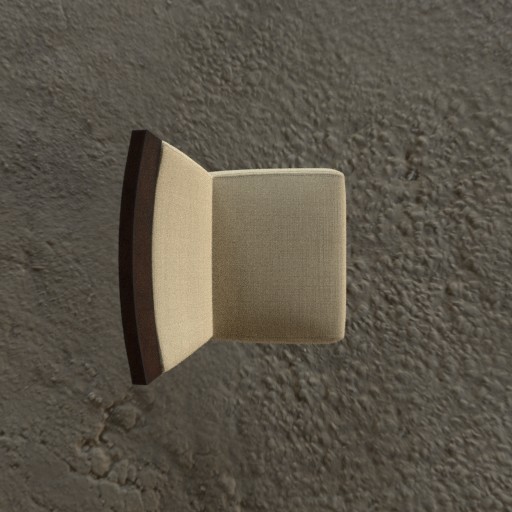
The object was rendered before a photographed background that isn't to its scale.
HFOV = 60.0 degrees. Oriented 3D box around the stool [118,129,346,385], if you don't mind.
[{"bbox_3d":[0.000,0.000,1.427,0.531,1.117,0.511,0,90,1],"label":"stool"}]
